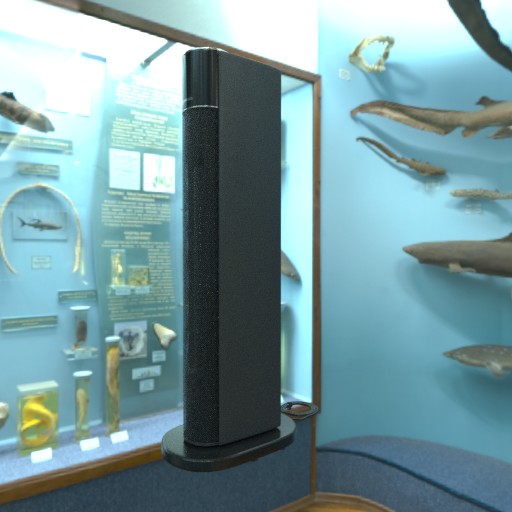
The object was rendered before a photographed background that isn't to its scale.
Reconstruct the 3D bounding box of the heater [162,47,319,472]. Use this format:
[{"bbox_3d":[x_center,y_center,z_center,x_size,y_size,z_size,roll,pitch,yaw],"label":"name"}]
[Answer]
[{"bbox_3d":[0.000,0.000,1.040,0.458,0.856,0.214,-1,1,-34],"label":"heater"}]
